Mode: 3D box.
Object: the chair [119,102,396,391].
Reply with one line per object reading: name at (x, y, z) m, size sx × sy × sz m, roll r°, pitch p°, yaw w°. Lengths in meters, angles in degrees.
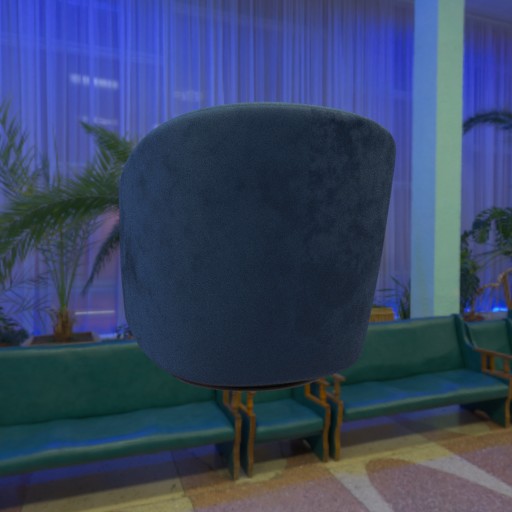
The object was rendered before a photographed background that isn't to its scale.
chair at (0.000, 0.000, 1.327) m, size 0.773 × 0.698 × 0.767 m, roll -1°, pitch 2°, yaw -18°
